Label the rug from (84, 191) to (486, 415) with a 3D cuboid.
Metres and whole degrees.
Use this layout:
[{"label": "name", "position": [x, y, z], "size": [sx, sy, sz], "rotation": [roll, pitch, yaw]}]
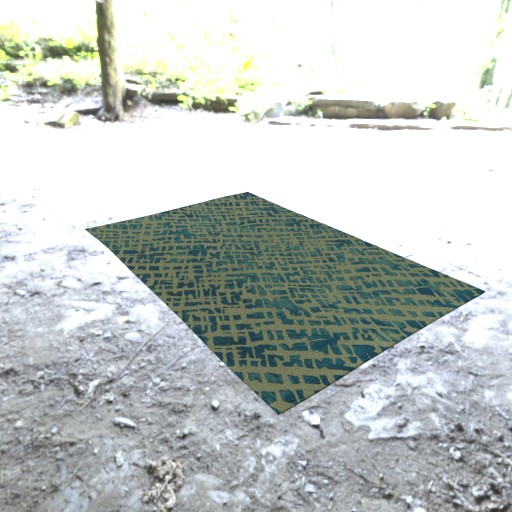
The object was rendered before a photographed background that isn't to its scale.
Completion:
[{"label": "rug", "position": [0.000, 0.000, 2.322], "size": [1.209, 0.011, 1.830], "rotation": [-18, 32, -33]}]
